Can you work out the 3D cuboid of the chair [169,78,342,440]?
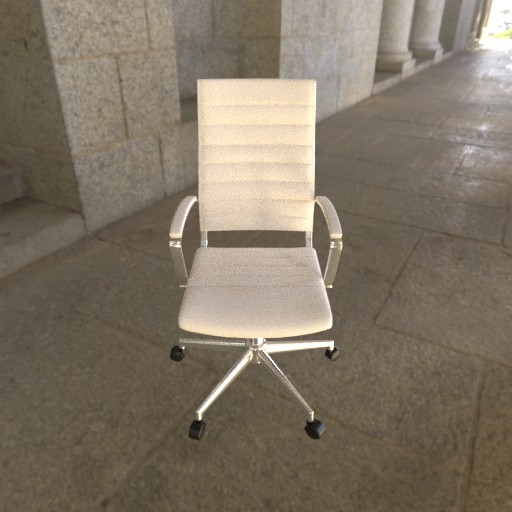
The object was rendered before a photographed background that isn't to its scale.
[{"bbox_3d":[0.000,0.000,1.646,0.766,1.149,0.739,0,29,0],"label":"chair"}]
